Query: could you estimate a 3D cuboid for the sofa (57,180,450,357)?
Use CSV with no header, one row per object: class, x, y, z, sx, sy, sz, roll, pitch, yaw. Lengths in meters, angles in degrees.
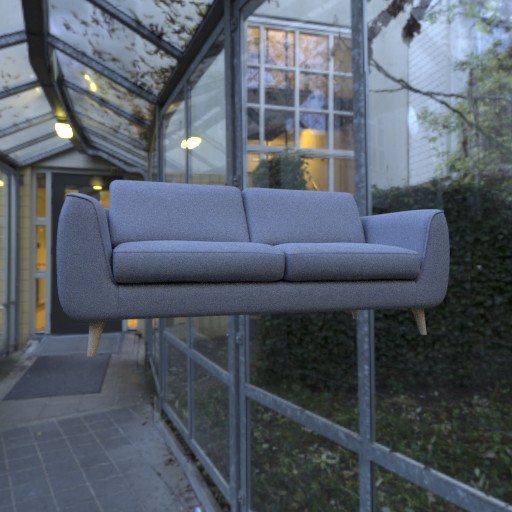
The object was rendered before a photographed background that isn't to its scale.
sofa,0.000,0.000,2.548,2.000,0.870,0.920,0,-1,-19
